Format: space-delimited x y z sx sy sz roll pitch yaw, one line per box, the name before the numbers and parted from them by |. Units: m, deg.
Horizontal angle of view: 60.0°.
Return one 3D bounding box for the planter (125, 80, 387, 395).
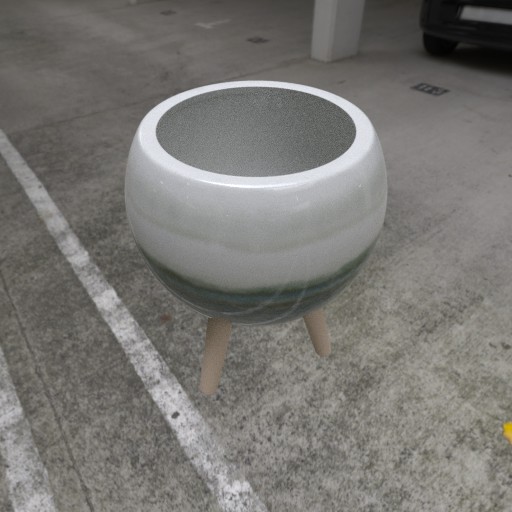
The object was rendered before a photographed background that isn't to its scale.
planter | 0.000 0.000 0.437 0.222 0.278 0.222 0 42 0
